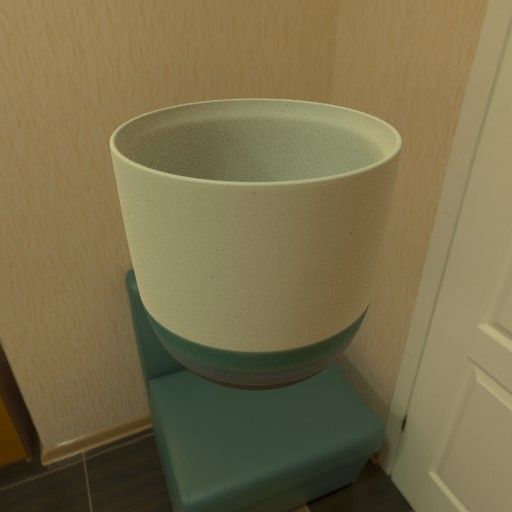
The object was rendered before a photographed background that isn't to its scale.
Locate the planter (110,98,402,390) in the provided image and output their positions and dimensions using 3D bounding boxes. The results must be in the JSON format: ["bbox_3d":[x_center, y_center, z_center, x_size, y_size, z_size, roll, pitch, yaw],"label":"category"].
[{"bbox_3d":[0.000,0.000,0.375,0.204,0.214,0.204,0,32,0],"label":"planter"}]
